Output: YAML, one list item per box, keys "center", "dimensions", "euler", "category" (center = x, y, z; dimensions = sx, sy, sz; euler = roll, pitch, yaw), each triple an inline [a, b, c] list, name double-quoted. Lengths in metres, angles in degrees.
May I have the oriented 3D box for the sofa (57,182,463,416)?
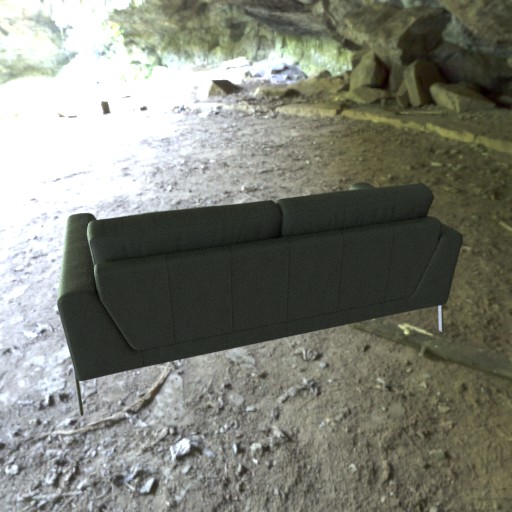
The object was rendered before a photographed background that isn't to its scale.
- center: [0.000, 0.000, 2.515]
  dimensions: [2.017, 0.875, 0.953]
  euler: [-9, 28, -17]
  category: "sofa"
